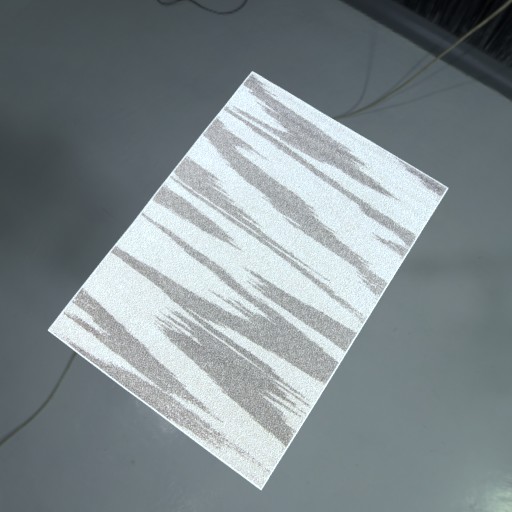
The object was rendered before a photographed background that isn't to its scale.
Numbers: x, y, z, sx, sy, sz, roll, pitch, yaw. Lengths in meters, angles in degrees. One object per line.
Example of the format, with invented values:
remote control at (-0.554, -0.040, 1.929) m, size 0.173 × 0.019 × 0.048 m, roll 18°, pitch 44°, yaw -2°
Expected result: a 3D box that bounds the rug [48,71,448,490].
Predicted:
rug at (0.000, 0.000, 2.729) m, size 1.533 × 0.010 × 2.142 m, roll 34°, pitch 78°, yaw 8°
